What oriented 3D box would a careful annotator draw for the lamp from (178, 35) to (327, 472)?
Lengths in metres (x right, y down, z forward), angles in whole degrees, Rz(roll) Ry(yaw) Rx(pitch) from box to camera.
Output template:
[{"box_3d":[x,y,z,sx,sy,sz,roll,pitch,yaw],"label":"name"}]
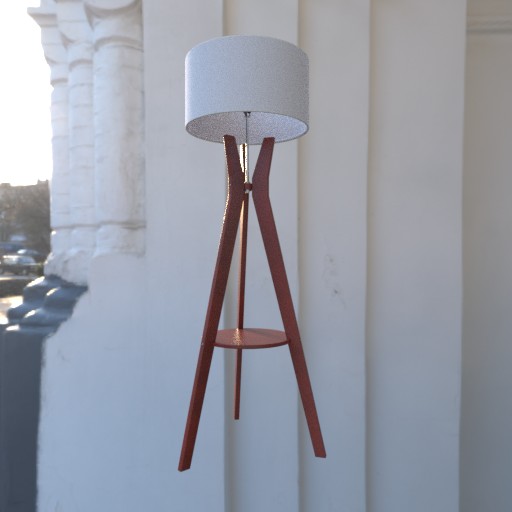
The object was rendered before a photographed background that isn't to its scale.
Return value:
[{"box_3d":[0.000,0.000,1.702,0.542,1.472,0.539,0,1,19],"label":"lamp"}]
